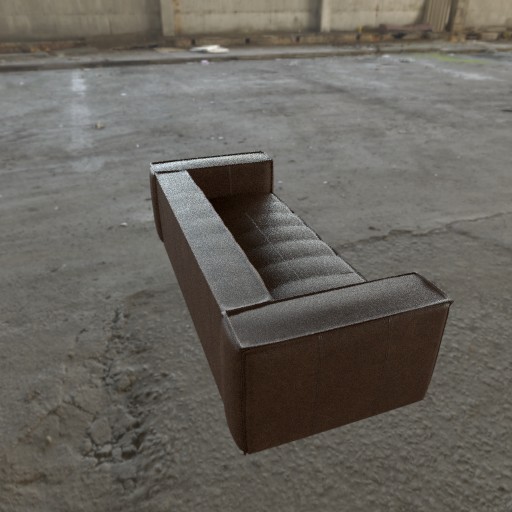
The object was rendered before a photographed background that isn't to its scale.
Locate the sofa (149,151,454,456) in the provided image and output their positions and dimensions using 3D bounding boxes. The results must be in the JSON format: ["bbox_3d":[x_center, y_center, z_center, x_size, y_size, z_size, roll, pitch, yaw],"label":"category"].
[{"bbox_3d":[0.000,0.000,3.081,1.102,0.701,2.581,-10,31,-17],"label":"sofa"}]
